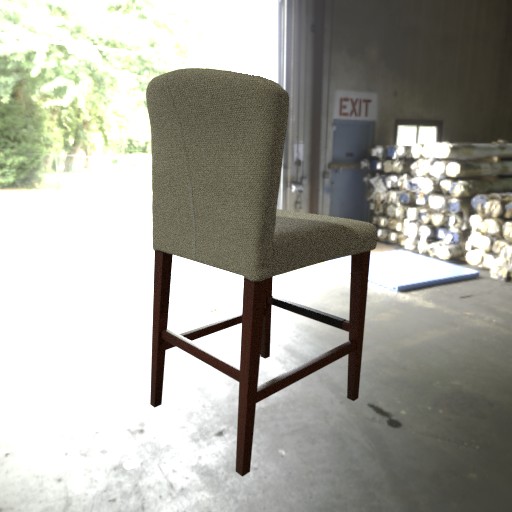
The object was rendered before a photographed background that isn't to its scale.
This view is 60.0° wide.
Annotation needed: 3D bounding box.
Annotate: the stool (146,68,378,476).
[{"bbox_3d":[0.000,0.000,1.313,0.568,0.969,0.481,-13,19,-42],"label":"stool"}]
